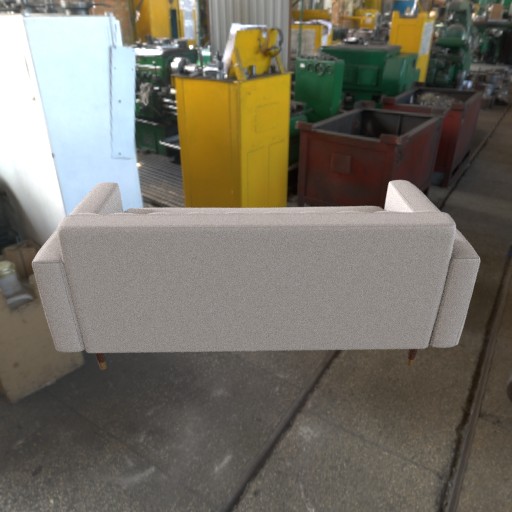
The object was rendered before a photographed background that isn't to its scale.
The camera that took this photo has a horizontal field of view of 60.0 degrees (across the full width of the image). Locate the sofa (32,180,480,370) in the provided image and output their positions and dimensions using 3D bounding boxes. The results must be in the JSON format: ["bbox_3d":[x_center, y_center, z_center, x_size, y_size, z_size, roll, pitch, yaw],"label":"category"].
[{"bbox_3d":[0.000,0.000,2.353,1.895,0.814,0.969,-1,29,-1],"label":"sofa"}]
